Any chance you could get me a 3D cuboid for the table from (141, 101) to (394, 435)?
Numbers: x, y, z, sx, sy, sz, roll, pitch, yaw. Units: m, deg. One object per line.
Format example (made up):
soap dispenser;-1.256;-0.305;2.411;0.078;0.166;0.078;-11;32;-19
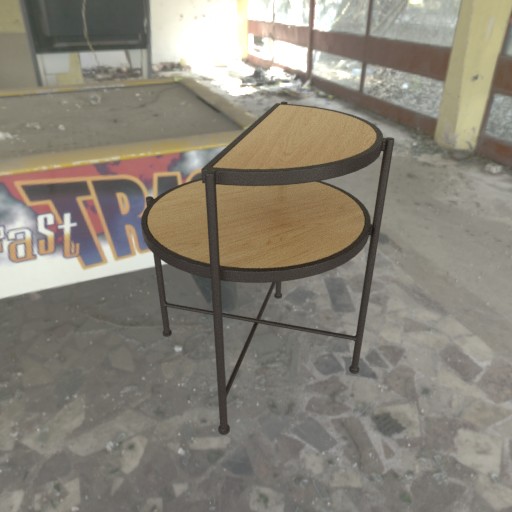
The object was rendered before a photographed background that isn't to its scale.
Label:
table;0.000;0.000;1.198;0.628;0.684;0.629;8;32;13
